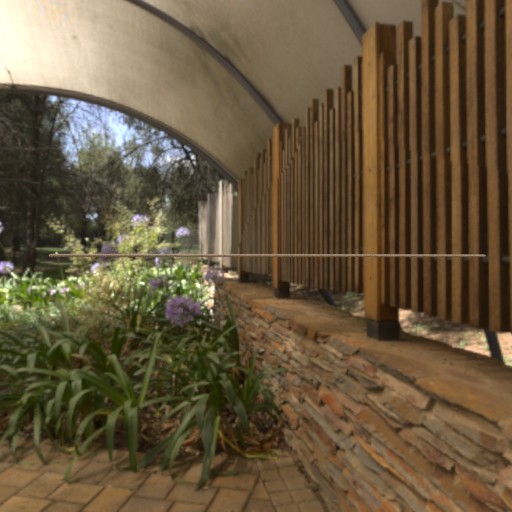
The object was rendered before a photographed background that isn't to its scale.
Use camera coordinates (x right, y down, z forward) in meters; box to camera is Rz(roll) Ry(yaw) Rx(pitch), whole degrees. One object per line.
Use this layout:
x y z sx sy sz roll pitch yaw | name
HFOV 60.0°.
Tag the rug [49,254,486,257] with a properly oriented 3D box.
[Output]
0.000 0.000 2.335 1.829 0.010 1.219 0 0 -17 | rug
